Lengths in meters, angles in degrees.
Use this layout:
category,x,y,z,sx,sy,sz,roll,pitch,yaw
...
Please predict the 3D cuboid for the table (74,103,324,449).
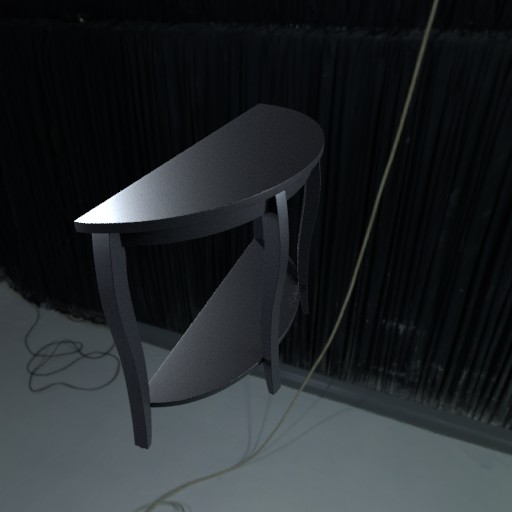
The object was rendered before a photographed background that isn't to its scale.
category,x,y,z,sx,sy,sz,roll,pitch,yaw
table,0.000,0.000,1.576,0.394,0.780,1.219,10,32,16
